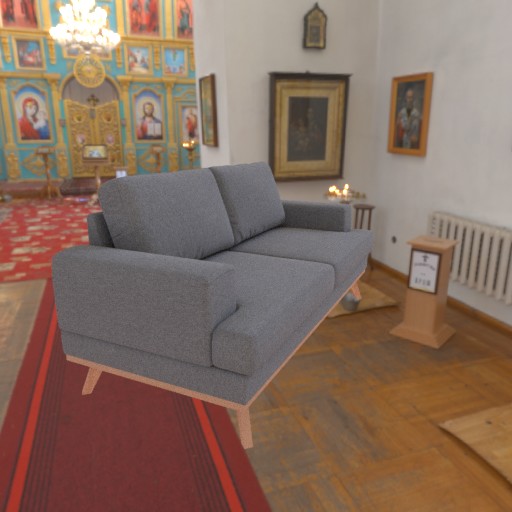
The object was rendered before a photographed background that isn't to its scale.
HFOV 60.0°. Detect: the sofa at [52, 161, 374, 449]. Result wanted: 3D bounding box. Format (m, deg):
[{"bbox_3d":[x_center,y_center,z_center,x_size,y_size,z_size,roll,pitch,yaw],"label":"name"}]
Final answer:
[{"bbox_3d":[0.000,0.000,2.084,0.785,0.810,1.650,7,16,25],"label":"sofa"}]
